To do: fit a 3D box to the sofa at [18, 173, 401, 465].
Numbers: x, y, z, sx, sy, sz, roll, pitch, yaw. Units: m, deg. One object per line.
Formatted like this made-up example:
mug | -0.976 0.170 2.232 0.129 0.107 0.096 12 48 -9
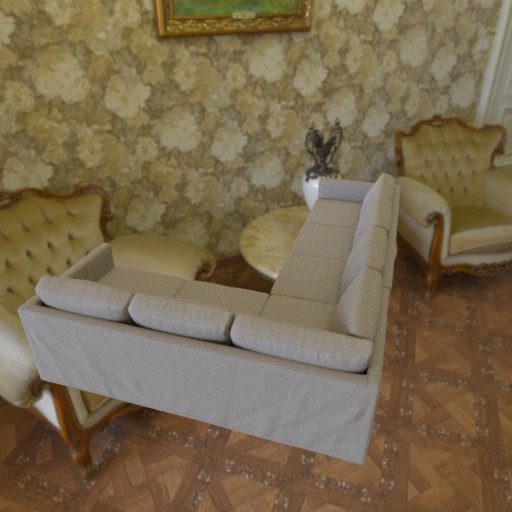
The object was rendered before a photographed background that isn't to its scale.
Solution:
sofa | 0.000 0.000 4.128 2.432 0.871 3.182 9 31 15
